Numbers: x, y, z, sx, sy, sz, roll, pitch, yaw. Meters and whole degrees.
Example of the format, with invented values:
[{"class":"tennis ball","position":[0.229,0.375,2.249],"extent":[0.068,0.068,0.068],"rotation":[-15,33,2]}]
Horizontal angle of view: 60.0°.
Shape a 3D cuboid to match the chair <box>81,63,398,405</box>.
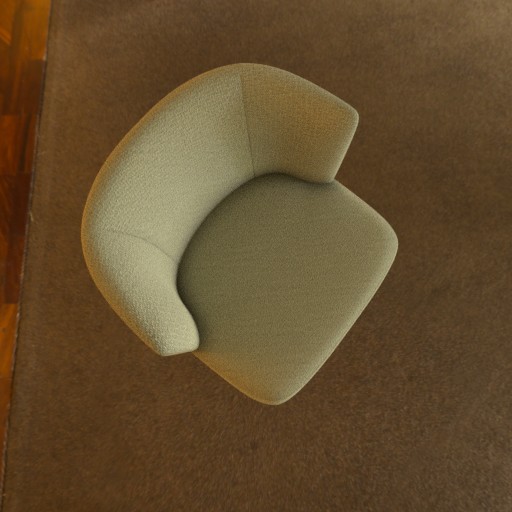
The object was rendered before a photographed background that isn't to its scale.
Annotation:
[{"class":"chair","position":[0.000,0.000,1.274],"extent":[0.660,0.760,0.700],"rotation":[37,78,9]}]
